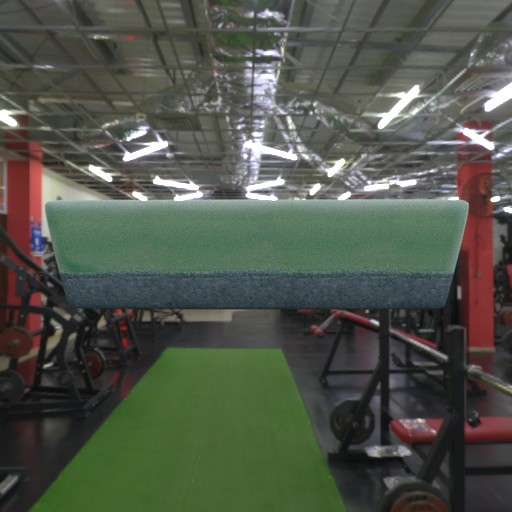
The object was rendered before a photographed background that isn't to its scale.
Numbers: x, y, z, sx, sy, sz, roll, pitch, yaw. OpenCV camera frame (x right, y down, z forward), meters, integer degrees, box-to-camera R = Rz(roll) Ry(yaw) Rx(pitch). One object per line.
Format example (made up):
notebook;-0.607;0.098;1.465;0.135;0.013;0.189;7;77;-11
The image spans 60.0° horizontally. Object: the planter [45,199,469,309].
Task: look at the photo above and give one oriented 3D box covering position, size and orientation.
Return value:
planter;0.000;0.000;0.316;0.275;0.072;0.072;0;0;1
